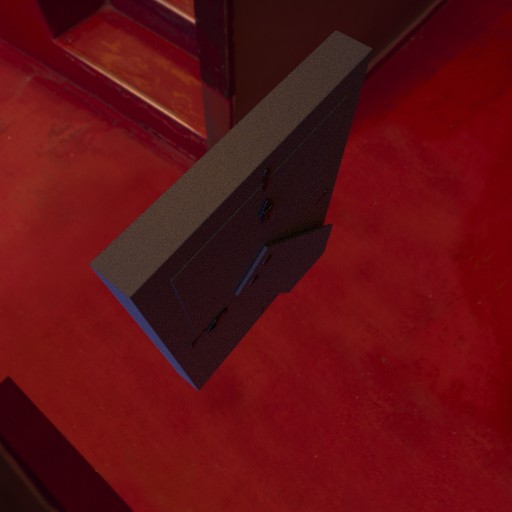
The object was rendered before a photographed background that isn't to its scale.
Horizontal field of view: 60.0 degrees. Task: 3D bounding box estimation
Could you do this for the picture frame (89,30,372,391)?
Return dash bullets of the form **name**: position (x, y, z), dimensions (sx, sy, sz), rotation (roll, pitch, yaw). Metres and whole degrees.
- **picture frame**: position (0.000, 0.000, 0.275), dimensions (0.028, 0.208, 0.157), rotation (36, 70, 16)
